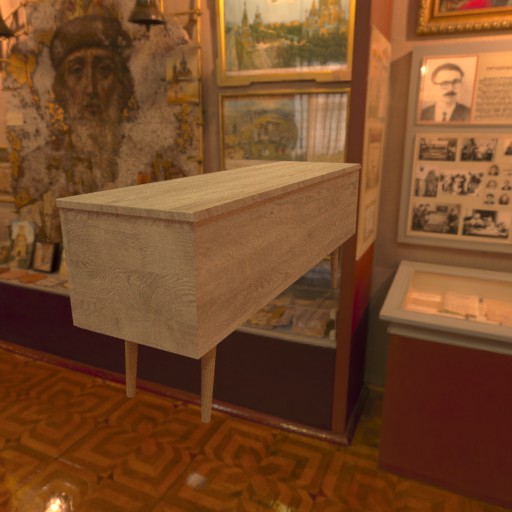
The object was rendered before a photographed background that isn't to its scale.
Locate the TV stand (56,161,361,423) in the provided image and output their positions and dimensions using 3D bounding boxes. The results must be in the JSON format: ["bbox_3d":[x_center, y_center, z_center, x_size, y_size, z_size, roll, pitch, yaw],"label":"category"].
[{"bbox_3d":[0.000,0.000,1.576,0.401,0.565,1.313,8,18,25],"label":"TV stand"}]
